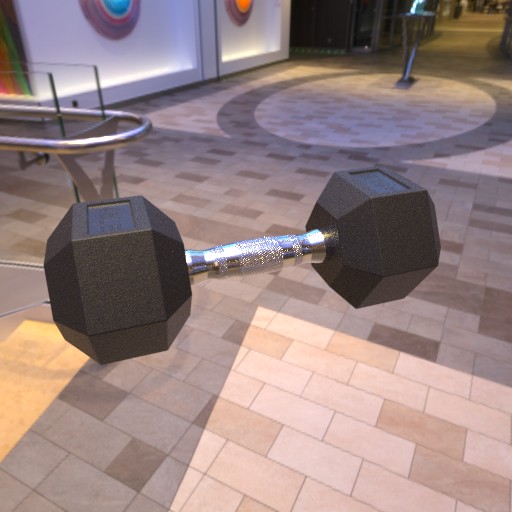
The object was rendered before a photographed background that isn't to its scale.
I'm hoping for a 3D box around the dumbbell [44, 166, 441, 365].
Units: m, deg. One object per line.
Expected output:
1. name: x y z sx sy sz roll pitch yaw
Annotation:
1. dumbbell: 0.000 0.000 0.423 0.356 0.123 0.141 -10 32 -16
